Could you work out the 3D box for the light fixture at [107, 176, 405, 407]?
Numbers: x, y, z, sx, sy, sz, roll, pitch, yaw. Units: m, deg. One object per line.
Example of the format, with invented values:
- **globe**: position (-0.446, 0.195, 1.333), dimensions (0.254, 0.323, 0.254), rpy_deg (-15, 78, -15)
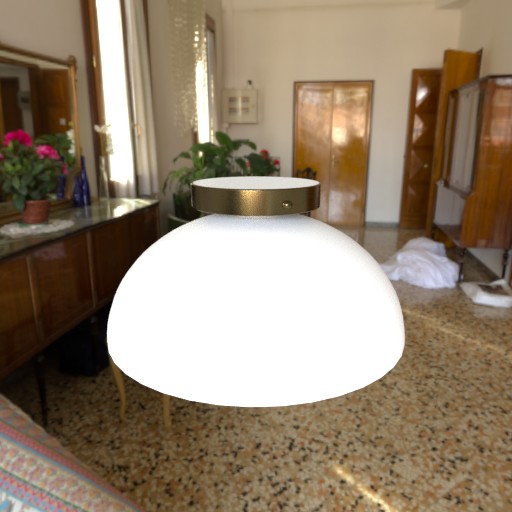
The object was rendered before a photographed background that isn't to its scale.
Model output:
- **light fixture**: position (0.000, 0.000, 0.534), dimensions (0.355, 0.177, 0.355), rpy_deg (0, 15, 0)
